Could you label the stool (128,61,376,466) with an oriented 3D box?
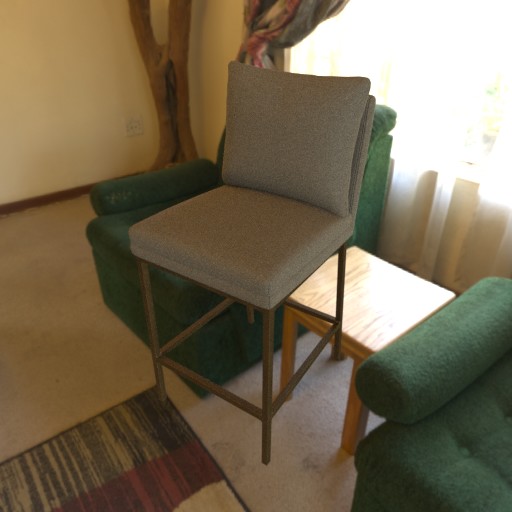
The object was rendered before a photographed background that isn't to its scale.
[{"bbox_3d":[0.000,0.000,1.345,0.463,1.030,0.569,19,36,29],"label":"stool"}]
